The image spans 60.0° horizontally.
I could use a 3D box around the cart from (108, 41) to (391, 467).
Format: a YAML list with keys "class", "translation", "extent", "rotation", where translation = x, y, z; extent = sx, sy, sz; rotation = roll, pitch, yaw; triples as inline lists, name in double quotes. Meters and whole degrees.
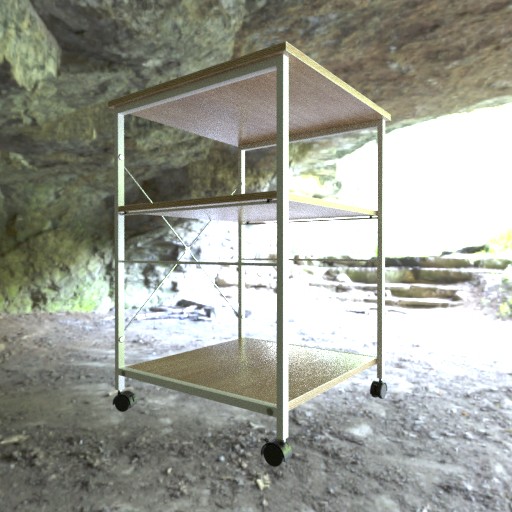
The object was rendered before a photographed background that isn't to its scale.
- class: "cart"
  translation: [0.000, 0.000, 1.146]
  extent: [0.520, 0.762, 0.521]
  rotation: [0, 1, 37]
